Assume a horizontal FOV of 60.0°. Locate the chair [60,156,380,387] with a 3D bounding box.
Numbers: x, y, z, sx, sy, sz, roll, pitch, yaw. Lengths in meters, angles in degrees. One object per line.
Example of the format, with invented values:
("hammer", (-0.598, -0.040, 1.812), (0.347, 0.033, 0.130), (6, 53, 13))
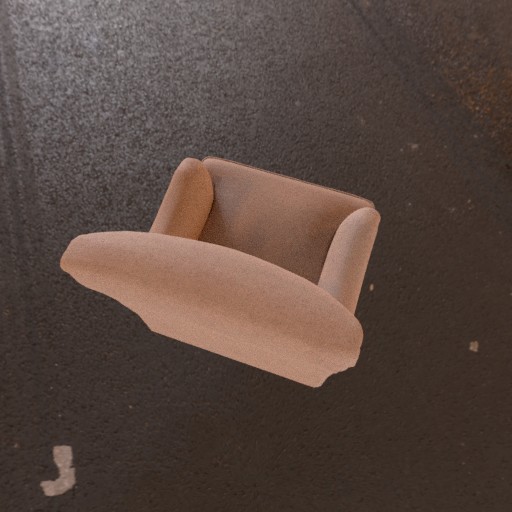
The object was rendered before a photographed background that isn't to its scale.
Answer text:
("chair", (0.000, 0.000, 1.834), (0.879, 1.119, 0.953), (17, 64, 9))
